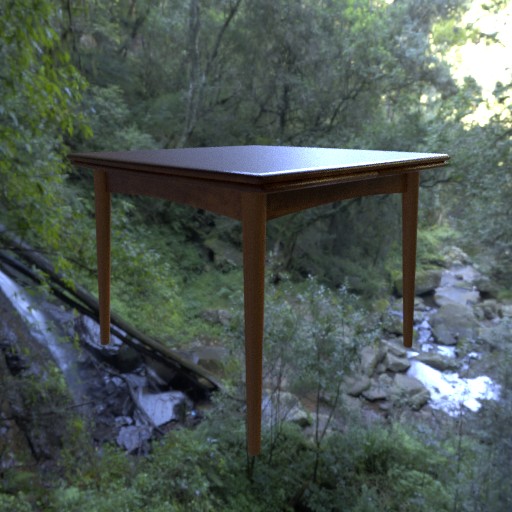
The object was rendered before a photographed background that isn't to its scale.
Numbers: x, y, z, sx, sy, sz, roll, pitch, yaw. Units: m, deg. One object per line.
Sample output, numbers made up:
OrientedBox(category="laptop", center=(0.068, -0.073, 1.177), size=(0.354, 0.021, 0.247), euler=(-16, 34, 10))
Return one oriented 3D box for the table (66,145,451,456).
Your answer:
OrientedBox(category="table", center=(0.000, 0.000, 1.675), size=(0.991, 0.754, 0.991), euler=(-16, 23, -42))
